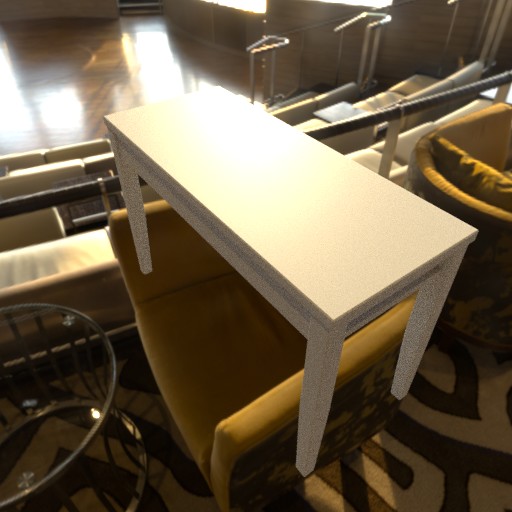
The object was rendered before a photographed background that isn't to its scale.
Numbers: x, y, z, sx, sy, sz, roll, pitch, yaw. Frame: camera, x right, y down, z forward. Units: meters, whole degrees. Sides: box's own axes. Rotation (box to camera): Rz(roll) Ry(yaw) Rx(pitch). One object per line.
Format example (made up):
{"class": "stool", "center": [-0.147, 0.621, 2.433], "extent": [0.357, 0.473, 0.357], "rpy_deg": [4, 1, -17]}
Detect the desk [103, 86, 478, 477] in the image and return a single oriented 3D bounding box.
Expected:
{"class": "desk", "center": [0.000, 0.000, 1.633], "extent": [0.508, 0.775, 1.220], "rpy_deg": [-26, 48, -26]}
